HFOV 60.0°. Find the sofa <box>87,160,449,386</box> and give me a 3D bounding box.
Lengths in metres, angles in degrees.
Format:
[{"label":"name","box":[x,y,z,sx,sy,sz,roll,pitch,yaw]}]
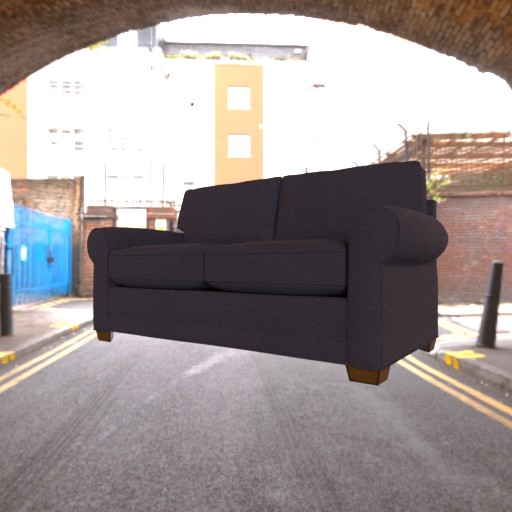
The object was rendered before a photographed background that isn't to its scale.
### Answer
[{"label":"sofa","box":[0.000,0.000,2.575,2.009,1.031,0.951,-1,-1,35]}]
